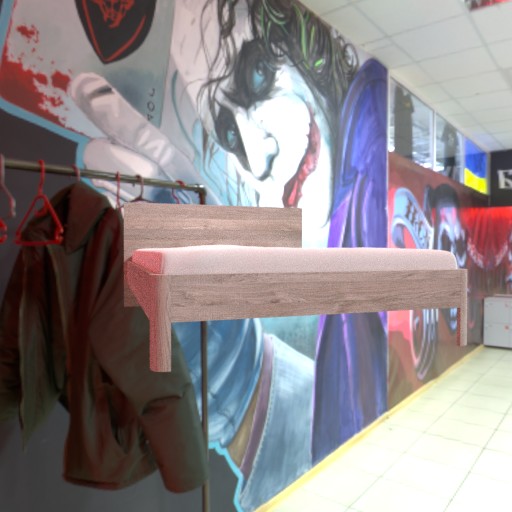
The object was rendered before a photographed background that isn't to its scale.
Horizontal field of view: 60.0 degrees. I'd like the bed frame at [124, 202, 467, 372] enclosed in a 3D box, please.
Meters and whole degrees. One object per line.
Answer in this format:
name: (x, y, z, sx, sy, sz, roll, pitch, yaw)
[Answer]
bed frame: (0.000, 0.000, 2.728, 1.490, 0.800, 1.950, 0, 1, -19)
